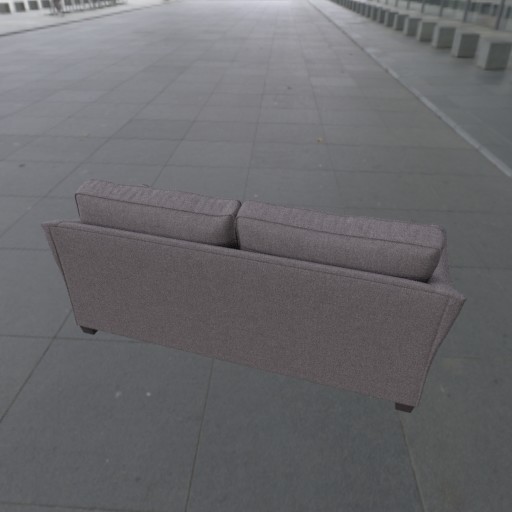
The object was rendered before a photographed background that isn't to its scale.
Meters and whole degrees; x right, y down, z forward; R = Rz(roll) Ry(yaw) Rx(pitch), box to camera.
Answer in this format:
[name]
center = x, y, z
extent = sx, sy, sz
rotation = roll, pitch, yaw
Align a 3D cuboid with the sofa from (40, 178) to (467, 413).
[sofa]
center = 0.000, 0.000, 2.709
extent = 2.203, 0.976, 1.013
rotation = 10, 33, 15
